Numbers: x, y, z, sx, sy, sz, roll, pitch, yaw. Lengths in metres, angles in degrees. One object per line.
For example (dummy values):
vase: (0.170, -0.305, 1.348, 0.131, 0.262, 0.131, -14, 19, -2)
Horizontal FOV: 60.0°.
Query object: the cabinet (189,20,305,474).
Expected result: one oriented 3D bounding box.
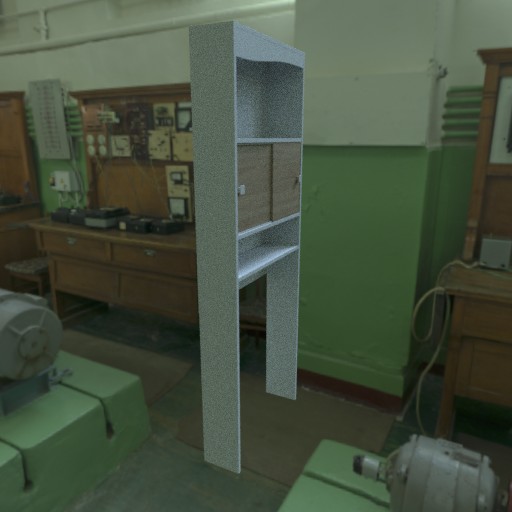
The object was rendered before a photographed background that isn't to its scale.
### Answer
cabinet: (0.000, 0.000, 1.994, 0.192, 1.770, 0.643, 8, 17, 26)
